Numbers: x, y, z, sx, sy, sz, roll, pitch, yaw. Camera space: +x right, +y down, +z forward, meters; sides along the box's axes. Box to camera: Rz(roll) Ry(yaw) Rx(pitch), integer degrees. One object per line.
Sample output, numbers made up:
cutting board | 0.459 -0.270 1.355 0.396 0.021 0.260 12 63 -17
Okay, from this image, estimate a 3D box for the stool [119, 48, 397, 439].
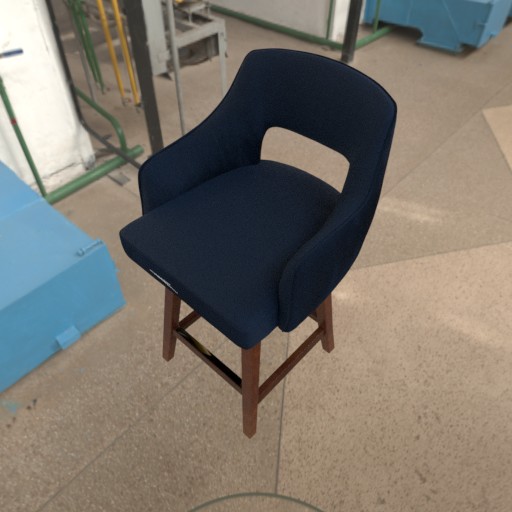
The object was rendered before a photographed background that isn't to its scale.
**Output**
stool | 0.000 0.000 1.252 0.550 0.940 0.560 34 55 28
